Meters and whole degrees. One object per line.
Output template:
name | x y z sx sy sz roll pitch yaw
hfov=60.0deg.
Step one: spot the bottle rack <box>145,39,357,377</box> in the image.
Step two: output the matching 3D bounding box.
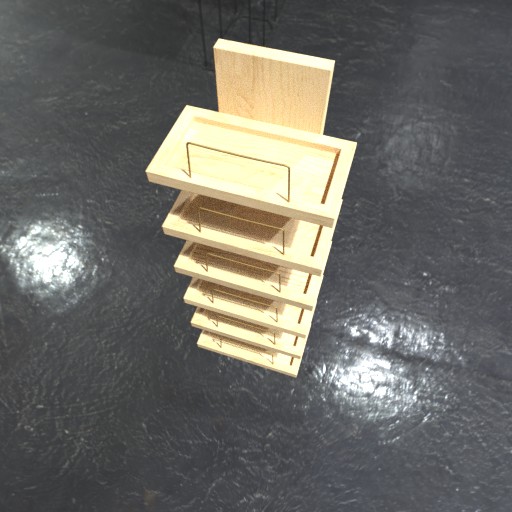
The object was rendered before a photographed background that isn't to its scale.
bottle rack | 0.000 0.000 1.068 0.330 0.943 0.206 15 59 10
